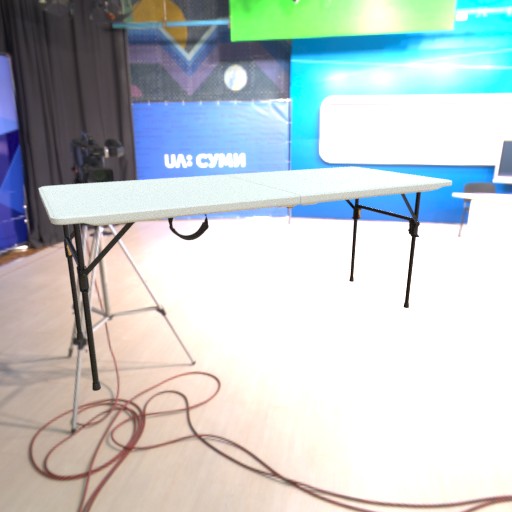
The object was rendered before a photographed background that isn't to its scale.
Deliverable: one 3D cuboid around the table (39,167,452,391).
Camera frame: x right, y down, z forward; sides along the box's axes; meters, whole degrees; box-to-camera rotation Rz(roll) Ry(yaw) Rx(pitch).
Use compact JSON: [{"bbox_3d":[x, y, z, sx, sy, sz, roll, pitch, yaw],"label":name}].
[{"bbox_3d":[0.000,0.000,2.197,1.829,0.719,0.761,-9,19,-27],"label":"table"}]
